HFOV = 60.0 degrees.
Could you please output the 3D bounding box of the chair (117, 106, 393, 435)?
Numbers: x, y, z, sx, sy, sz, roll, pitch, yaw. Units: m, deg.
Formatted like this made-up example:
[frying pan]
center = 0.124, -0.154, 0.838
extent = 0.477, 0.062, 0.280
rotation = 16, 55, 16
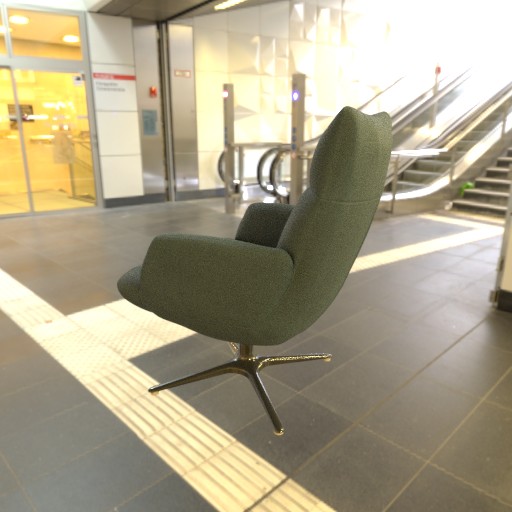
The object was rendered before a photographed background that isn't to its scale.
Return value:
[chair]
center = 0.000, 0.000, 1.631
extent = 0.889, 1.016, 0.711
rotation = 8, 18, 25
